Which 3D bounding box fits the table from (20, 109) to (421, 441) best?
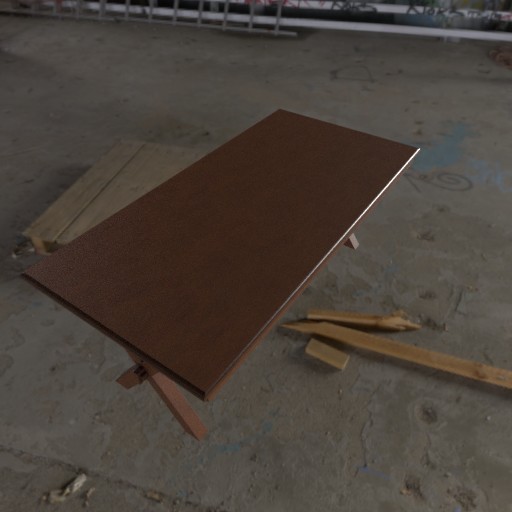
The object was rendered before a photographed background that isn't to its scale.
[{"bbox_3d":[0.000,0.000,1.485,0.594,0.459,1.197,25,47,25],"label":"table"}]
